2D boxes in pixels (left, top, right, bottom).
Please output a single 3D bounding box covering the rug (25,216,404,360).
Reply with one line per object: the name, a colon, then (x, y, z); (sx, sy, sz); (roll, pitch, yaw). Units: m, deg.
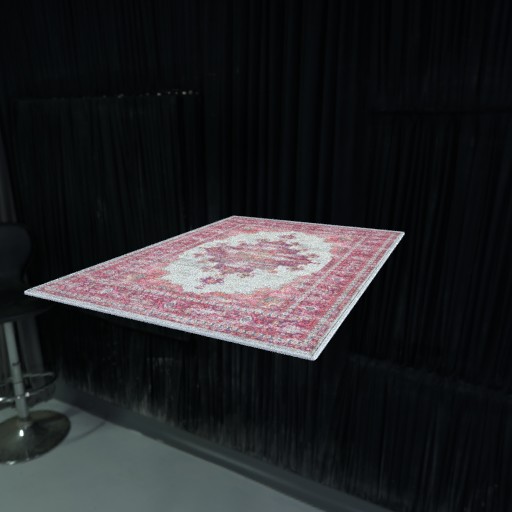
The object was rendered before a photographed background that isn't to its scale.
rug: (0.000, 0.000, 2.268); (1.217, 0.011, 1.747); (8, 18, 25)
